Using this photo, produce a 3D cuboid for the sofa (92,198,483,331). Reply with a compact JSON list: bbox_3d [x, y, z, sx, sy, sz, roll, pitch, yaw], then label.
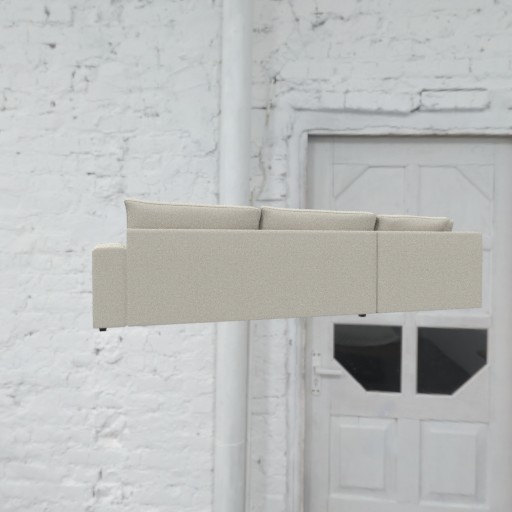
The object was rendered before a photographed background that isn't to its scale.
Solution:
[{"bbox_3d":[0.000,0.000,4.853,3.206,0.918,3.066,-1,2,-17],"label":"sofa"}]
